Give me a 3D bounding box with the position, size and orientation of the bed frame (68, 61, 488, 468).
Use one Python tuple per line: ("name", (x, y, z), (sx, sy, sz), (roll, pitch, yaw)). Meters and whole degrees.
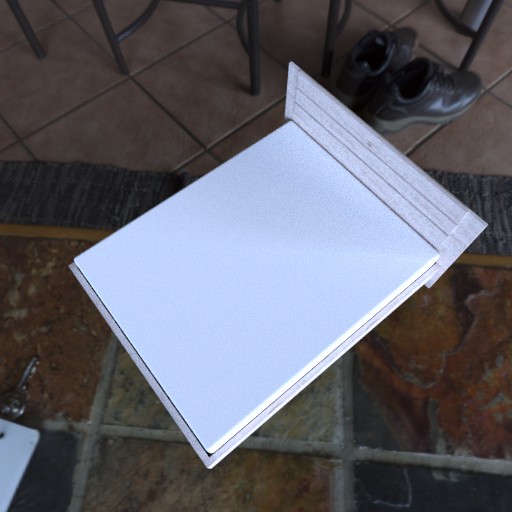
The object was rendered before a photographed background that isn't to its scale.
("bed frame", (0.000, 0.000, 3.024), (2.080, 0.970, 1.750), (-36, 69, -16))
